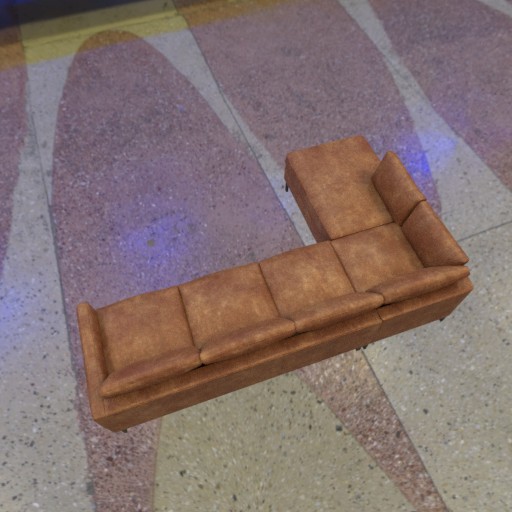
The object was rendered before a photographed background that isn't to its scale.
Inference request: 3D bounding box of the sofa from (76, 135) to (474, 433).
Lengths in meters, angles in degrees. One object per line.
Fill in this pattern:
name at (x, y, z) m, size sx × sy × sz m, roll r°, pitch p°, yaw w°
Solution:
sofa at (0.000, 0.000, 3.825) m, size 2.984 × 0.877 × 1.938 m, roll -17°, pitch 60°, yaw -10°
